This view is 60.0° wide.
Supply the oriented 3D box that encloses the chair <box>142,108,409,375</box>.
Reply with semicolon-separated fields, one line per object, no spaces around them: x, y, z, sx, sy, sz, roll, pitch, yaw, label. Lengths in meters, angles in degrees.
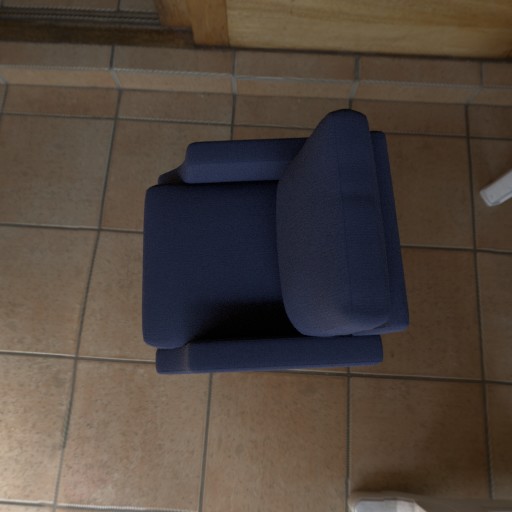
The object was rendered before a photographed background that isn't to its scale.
0.000;0.000;1.705;0.897;0.991;0.855;-2;76;-1;chair
